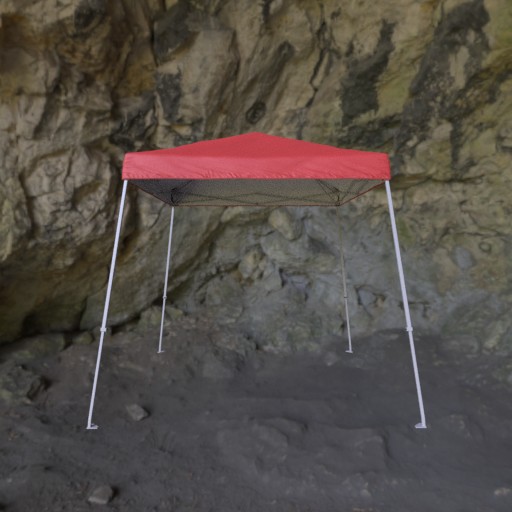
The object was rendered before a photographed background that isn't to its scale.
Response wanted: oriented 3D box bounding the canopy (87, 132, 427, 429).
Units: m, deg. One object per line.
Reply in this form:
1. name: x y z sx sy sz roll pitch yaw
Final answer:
1. canopy: 0.000 0.000 5.114 2.848 2.849 2.849 0 1 0
